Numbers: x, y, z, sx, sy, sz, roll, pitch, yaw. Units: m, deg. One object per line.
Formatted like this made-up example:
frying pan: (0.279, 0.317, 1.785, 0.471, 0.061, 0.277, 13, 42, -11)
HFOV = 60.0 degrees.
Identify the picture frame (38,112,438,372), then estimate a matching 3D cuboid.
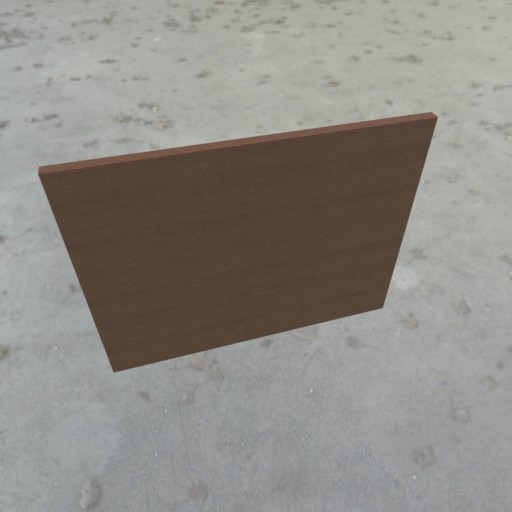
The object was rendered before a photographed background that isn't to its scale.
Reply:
picture frame: (0.000, 0.000, 1.777, 1.329, 1.018, 0.045, -11, 43, -12)
